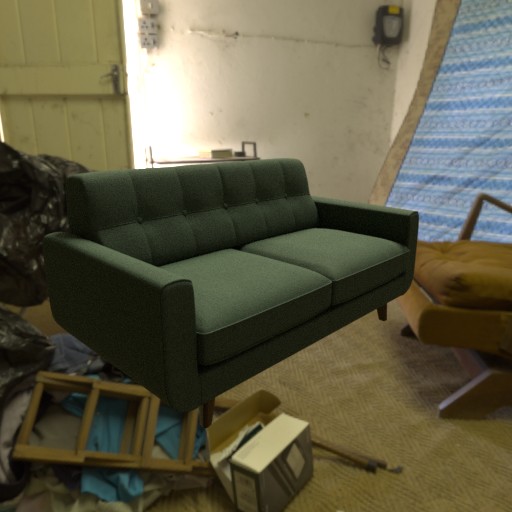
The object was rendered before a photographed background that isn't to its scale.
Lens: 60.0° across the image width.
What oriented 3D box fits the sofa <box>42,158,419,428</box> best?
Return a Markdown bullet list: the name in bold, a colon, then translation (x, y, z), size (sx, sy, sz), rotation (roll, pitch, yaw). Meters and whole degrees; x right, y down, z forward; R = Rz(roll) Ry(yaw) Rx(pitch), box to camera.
- **sofa**: translation (0.000, 0.000, 2.123), size (0.909, 0.841, 1.631), rotation (15, 22, 42)
